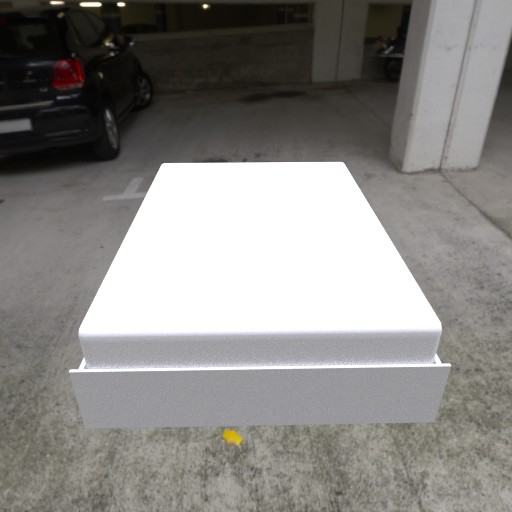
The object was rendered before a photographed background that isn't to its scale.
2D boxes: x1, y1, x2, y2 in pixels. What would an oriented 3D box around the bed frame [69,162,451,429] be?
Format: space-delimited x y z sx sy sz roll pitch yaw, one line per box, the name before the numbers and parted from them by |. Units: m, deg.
bed frame | 0.000 0.000 2.551 1.445 0.497 1.945 -1 30 -1
